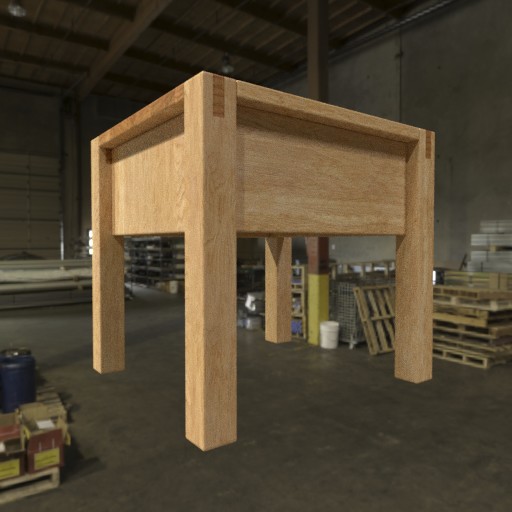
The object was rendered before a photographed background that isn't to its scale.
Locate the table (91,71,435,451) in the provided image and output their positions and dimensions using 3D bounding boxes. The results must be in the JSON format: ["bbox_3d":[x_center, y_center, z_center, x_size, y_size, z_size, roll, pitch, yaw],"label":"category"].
[{"bbox_3d":[0.000,0.000,0.840,0.480,0.450,0.440,-1,2,-37],"label":"table"}]
